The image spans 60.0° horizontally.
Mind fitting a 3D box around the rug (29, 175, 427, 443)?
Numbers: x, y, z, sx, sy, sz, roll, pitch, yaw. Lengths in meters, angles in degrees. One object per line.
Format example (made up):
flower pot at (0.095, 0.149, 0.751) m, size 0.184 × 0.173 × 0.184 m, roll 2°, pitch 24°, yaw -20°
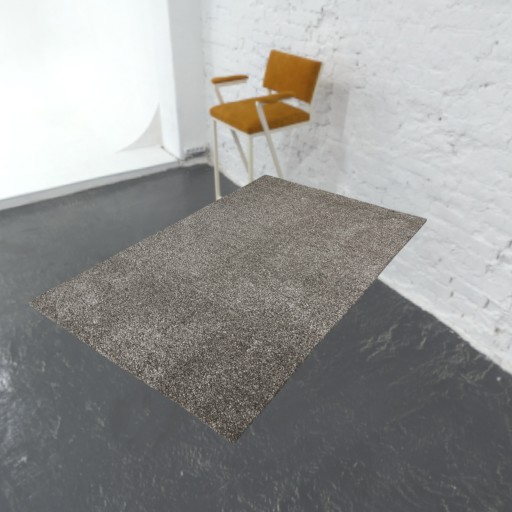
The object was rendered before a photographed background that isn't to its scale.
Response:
rug at (0.000, 0.000, 2.940) m, size 1.501 × 0.025 × 2.352 m, roll 21°, pitch 38°, yaw 30°
